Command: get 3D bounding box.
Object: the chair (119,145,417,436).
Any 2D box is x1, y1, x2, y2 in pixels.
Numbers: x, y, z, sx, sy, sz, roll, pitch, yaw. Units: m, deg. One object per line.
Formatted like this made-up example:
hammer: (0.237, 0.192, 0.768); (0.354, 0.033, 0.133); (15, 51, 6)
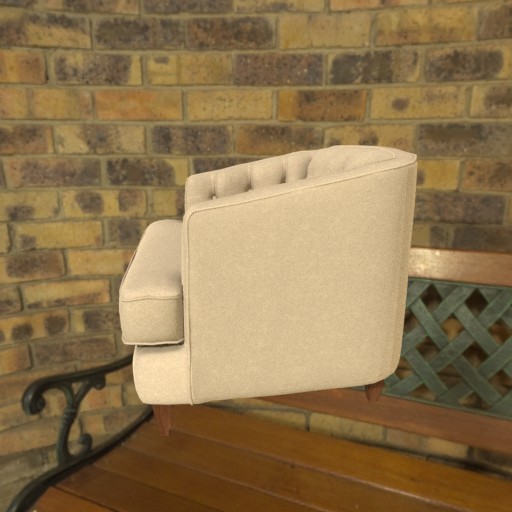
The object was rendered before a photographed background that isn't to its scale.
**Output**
chair: (0.000, 0.000, 1.767); (0.941, 0.852, 1.104); (-2, 15, -8)
